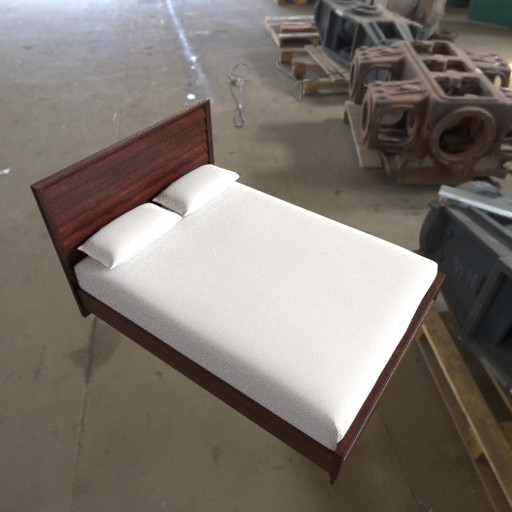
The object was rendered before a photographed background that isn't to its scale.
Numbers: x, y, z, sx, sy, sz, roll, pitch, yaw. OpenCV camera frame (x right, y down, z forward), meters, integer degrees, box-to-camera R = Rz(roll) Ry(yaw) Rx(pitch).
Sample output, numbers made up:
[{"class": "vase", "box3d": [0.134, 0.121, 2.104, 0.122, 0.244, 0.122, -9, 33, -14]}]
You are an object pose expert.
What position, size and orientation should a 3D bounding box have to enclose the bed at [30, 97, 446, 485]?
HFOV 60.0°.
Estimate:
[{"class": "bed", "box3d": [0.000, 0.000, 3.859, 2.803, 1.492, 2.040, 25, 48, 26]}]
